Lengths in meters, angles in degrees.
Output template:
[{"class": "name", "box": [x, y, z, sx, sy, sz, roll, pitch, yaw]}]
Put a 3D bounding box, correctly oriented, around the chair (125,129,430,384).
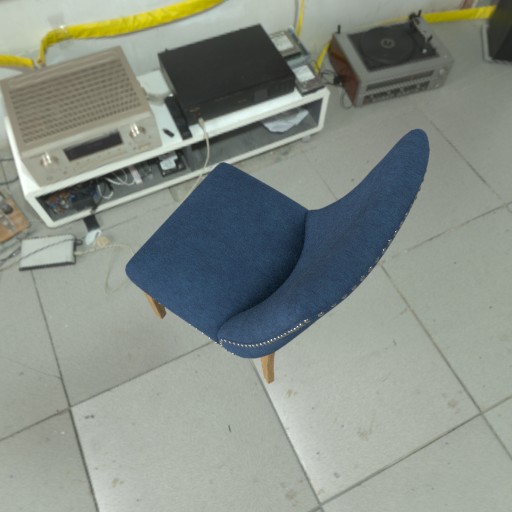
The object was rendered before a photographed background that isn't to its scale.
[{"class": "chair", "box": [0.000, 0.000, 1.246, 0.610, 0.902, 0.495, 32, 67, 15]}]
